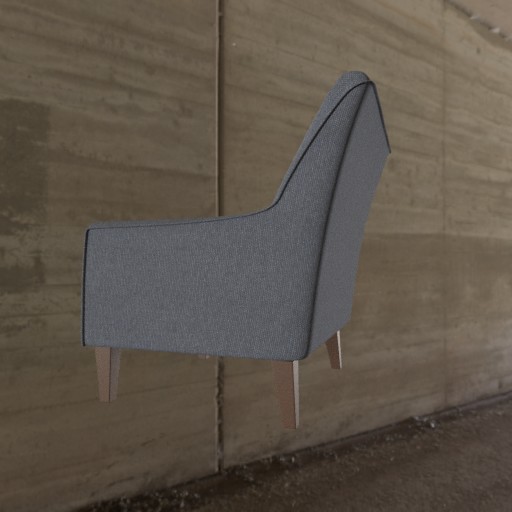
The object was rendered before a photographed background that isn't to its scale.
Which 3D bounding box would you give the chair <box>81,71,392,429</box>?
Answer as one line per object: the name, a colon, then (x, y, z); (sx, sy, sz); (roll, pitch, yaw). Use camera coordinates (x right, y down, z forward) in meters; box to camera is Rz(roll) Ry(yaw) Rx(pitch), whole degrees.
chair: (0.000, 0.000, 1.593); (0.899, 0.919, 0.780); (0, -1, 20)
